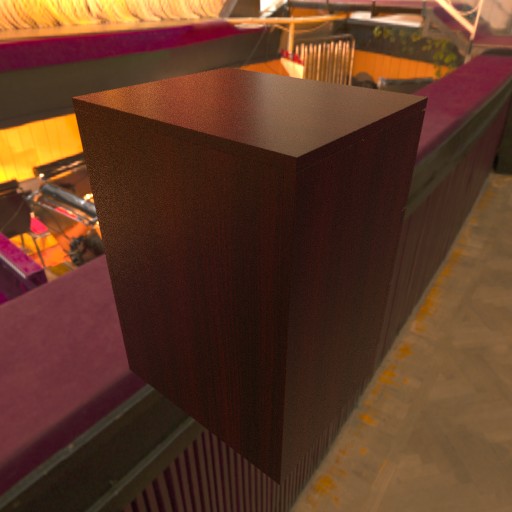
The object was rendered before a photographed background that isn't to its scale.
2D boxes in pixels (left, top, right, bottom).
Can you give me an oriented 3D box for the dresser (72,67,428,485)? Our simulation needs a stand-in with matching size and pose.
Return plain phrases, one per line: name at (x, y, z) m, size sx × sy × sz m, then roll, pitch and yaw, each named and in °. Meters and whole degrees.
dresser at (0.000, 0.000, 0.805) m, size 0.400 × 0.560 × 0.360 m, roll 24°, pitch 39°, yaw 33°
